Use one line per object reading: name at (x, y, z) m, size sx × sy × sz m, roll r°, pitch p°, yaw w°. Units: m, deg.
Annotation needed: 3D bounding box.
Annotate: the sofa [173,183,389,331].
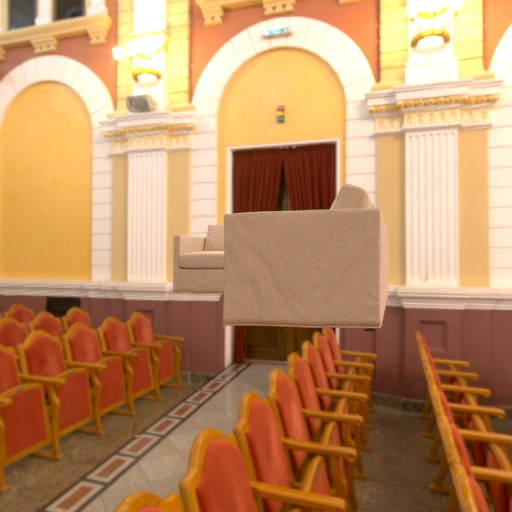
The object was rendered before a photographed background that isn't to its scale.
sofa at (0.000, 0.000, 4.286) m, size 2.432 × 0.871 × 3.182 m, roll 0°, pitch 0°, yaw 18°
